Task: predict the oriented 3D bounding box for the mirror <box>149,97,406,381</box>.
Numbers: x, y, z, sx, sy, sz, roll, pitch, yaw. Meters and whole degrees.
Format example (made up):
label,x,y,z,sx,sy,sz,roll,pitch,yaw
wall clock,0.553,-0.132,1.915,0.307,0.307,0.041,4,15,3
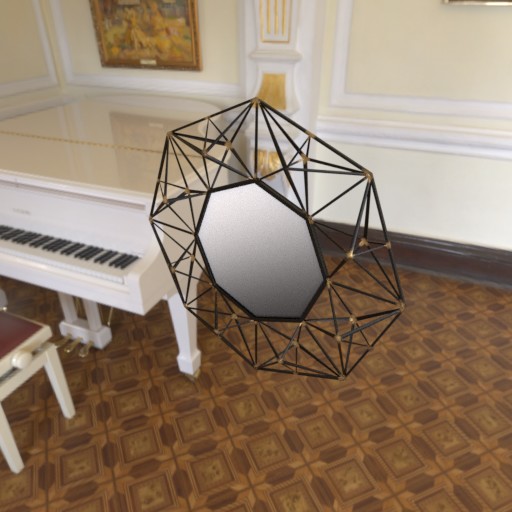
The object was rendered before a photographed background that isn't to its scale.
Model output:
label,x,y,z,sx,sy,sz,roll,pitch,yaw
mirror,0.000,0.000,1.036,0.710,0.710,0.094,19,35,30
